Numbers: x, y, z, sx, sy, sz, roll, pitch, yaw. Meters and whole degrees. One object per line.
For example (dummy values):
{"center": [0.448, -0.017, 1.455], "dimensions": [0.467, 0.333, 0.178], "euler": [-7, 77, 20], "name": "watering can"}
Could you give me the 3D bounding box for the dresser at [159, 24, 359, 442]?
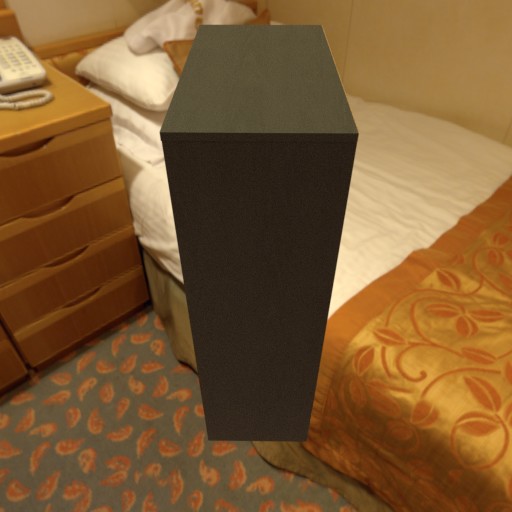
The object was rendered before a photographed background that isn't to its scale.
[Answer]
{"center": [0.000, 0.000, 1.504], "dimensions": [0.399, 1.255, 0.704], "euler": [0, 42, 1], "name": "dresser"}
